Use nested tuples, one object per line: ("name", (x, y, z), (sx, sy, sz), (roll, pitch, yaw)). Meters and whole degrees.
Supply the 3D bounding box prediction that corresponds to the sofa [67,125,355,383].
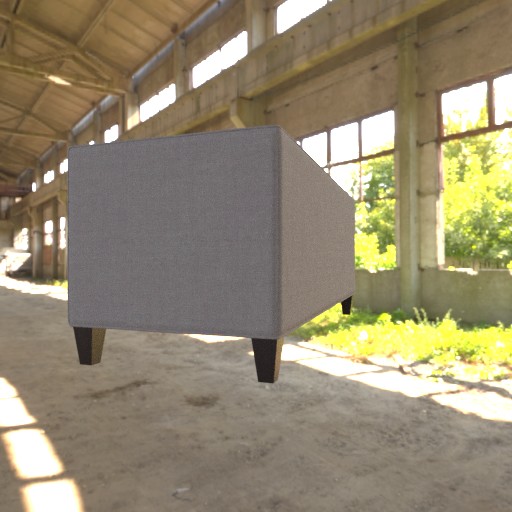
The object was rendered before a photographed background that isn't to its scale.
("sofa", (0.000, 0.000, 2.241), (0.775, 0.762, 1.778), (0, 0, 20))
